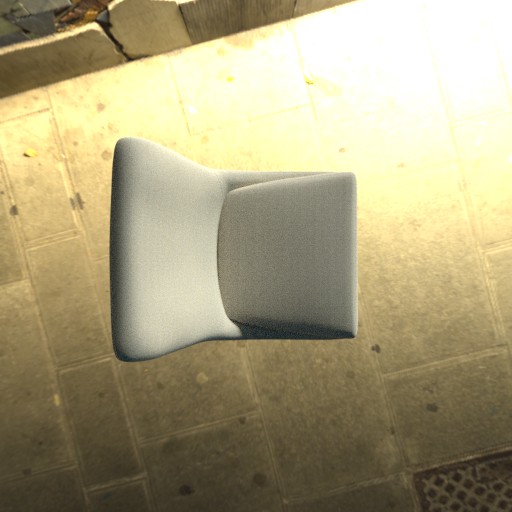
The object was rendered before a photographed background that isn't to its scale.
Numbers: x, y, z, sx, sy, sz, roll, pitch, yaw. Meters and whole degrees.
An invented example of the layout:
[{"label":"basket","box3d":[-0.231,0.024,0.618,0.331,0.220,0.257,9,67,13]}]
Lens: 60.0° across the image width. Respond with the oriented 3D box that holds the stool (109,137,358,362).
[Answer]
[{"label":"stool","box3d":[0.000,0.000,1.378,0.559,1.093,0.483,0,89,0]}]
